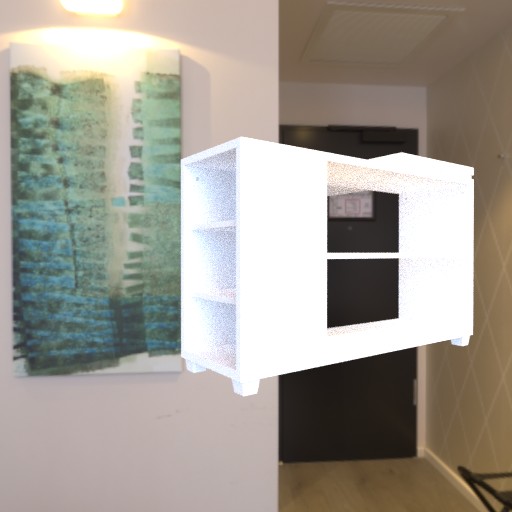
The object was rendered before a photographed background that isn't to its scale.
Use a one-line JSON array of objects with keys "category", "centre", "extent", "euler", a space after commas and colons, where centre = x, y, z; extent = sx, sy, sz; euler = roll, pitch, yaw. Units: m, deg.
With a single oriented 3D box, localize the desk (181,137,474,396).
[{"category": "desk", "centre": [0.000, 0.000, 2.169], "extent": [1.199, 0.759, 1.524], "euler": [0, 1, -36]}]
